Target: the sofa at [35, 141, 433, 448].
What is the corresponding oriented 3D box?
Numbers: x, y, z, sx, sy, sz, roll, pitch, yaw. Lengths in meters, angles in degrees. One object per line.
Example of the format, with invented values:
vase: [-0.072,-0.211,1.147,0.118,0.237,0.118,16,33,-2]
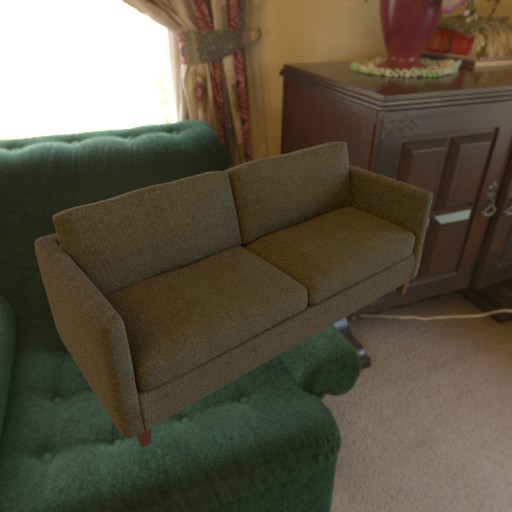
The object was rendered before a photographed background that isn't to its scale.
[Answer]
sofa: [0.000,0.000,2.671,2.208,0.965,0.948,-22,36,-33]
